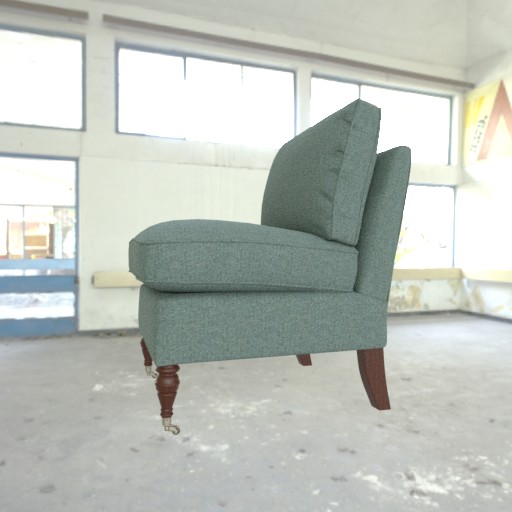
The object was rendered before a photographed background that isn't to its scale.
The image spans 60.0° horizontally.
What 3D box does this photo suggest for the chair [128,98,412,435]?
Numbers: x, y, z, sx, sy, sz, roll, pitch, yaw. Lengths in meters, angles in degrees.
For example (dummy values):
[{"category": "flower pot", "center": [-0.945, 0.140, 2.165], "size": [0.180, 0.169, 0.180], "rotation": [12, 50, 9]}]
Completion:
[{"category": "chair", "center": [0.000, 0.000, 1.468], "size": [0.796, 0.901, 0.624], "rotation": [0, 1, -19]}]
